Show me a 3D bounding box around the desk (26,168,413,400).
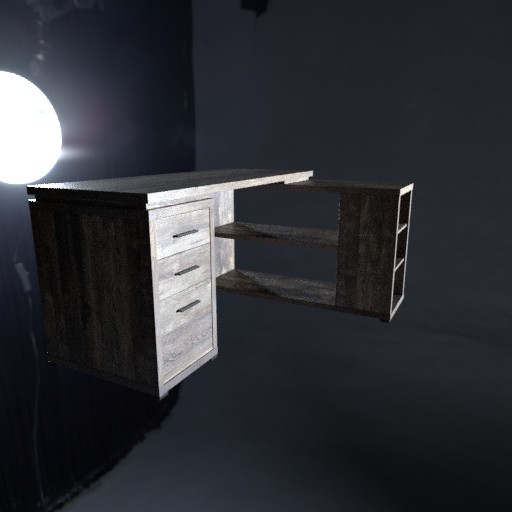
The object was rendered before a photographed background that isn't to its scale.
[{"bbox_3d":[0.000,0.000,2.184,1.200,0.753,1.524,7,16,27],"label":"desk"}]
